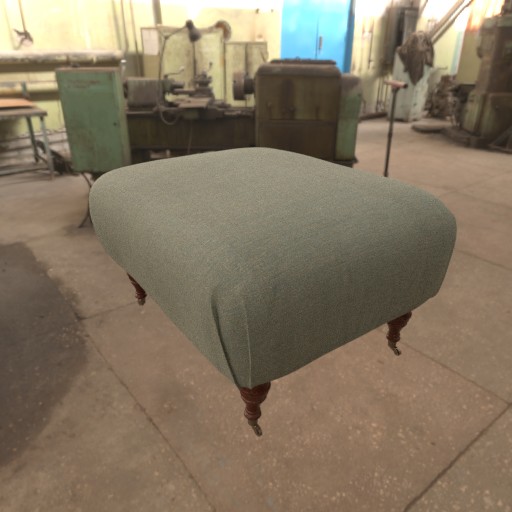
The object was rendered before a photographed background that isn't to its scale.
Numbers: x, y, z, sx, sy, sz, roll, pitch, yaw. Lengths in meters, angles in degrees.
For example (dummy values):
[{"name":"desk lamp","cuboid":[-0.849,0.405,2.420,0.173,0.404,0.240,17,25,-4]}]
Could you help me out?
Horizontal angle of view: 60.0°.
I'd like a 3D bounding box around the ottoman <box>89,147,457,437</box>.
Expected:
[{"name":"ottoman","cuboid":[0.000,0.000,1.120,0.622,0.450,0.747,-17,31,-32]}]
